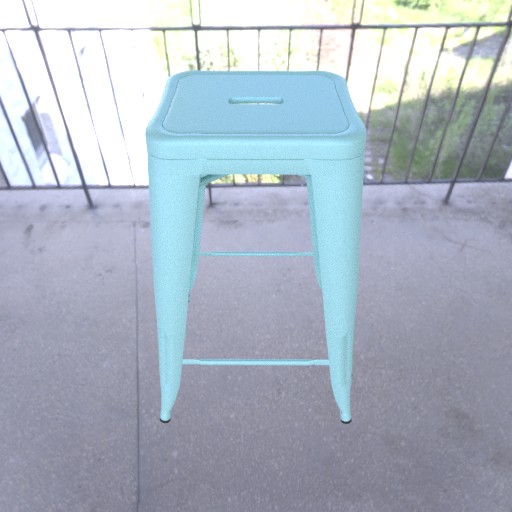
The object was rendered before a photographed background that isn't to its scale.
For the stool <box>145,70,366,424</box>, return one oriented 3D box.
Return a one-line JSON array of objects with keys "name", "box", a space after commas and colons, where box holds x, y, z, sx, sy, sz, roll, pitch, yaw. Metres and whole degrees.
[{"name": "stool", "box": [0.000, 0.000, 0.847, 0.399, 0.609, 0.359, 0, 41, 0]}]
